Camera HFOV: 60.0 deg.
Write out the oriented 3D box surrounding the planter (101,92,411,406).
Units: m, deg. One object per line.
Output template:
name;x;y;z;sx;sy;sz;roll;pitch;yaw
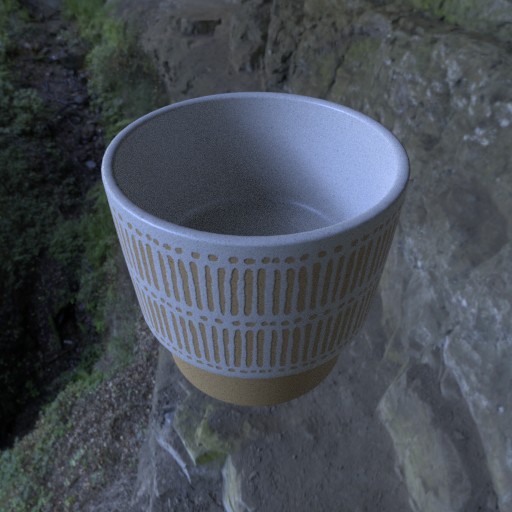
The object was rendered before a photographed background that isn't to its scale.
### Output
planter;0.000;0.000;0.566;0.317;0.303;0.317;0;41;0
